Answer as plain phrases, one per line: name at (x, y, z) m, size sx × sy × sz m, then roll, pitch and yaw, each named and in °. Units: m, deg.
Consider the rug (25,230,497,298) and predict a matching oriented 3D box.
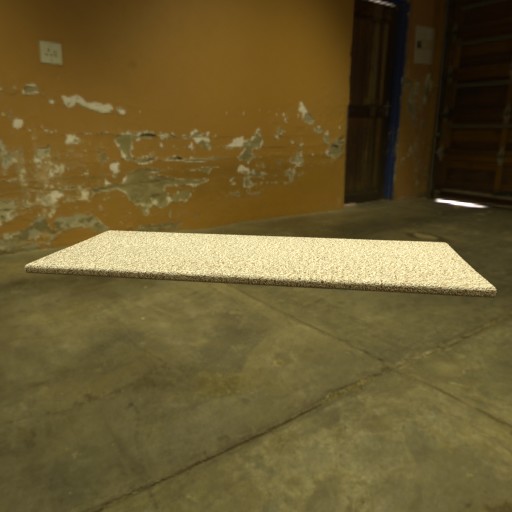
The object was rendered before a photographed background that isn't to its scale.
rug at (0.000, 0.000, 1.695) m, size 1.524 × 0.030 × 0.609 m, roll 2°, pitch 15°, yaw 9°
